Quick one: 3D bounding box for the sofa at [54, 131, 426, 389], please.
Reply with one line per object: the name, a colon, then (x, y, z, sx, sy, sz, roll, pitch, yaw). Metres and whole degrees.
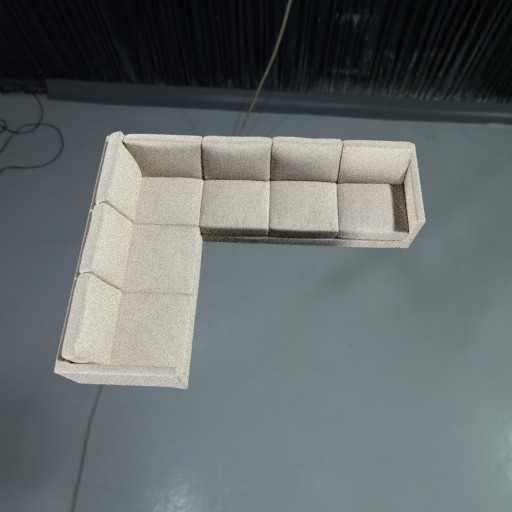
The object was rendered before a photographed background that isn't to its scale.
sofa: (0.000, 0.000, 4.265, 3.182, 0.863, 2.432, 2, 65, 1)
